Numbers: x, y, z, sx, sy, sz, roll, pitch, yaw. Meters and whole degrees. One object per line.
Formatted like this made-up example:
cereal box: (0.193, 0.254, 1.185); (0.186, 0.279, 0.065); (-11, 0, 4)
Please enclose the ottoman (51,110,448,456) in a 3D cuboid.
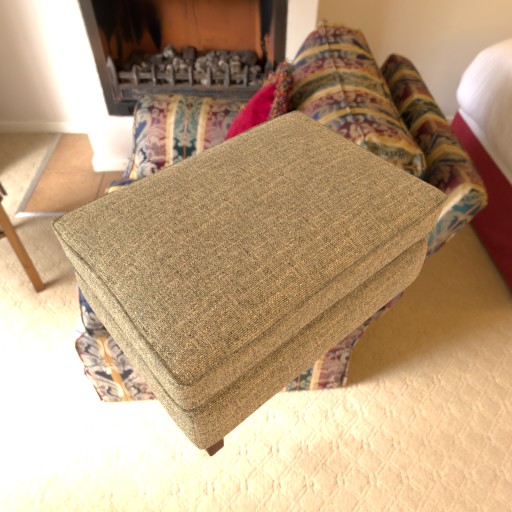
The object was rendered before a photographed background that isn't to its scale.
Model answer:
ottoman: (0.000, 0.000, 0.996); (0.686, 0.406, 0.508); (-32, 55, -26)
